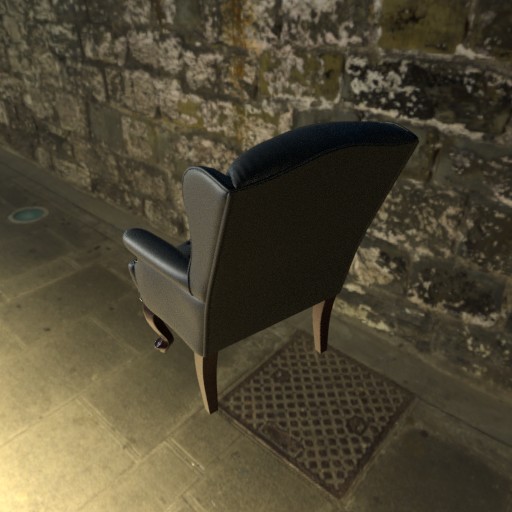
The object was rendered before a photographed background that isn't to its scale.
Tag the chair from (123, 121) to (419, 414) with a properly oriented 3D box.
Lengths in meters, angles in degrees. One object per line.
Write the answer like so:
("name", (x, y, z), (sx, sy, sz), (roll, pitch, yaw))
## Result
("chair", (0.000, 0.000, 1.661), (0.838, 1.111, 0.762), (-20, 38, -29))
